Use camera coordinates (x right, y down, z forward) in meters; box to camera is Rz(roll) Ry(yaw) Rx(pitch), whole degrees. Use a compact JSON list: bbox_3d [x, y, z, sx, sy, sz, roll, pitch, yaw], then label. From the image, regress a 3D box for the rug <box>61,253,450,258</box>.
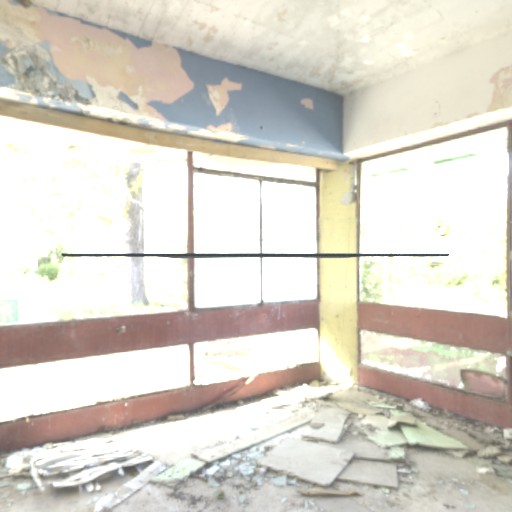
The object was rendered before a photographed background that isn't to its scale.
[{"bbox_3d":[0.000,0.000,2.181,1.145,0.021,1.777,0,0,0],"label":"rug"}]
